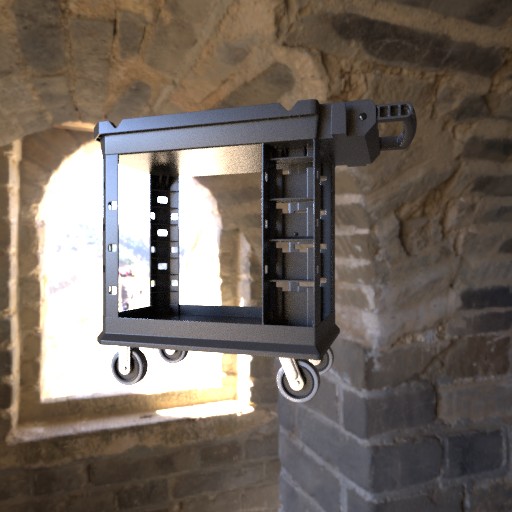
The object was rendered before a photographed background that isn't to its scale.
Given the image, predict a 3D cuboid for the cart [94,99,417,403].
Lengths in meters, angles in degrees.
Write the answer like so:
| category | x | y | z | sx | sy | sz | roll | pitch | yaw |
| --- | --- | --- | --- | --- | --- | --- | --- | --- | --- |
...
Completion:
| category | x | y | z | sx | sy | sz | roll | pitch | yaw |
| --- | --- | --- | --- | --- | --- | --- | --- | --- | --- |
| cart | 0.000 | 0.000 | 1.557 | 1.061 | 0.884 | 0.497 | 0 | 0 | 17 |
